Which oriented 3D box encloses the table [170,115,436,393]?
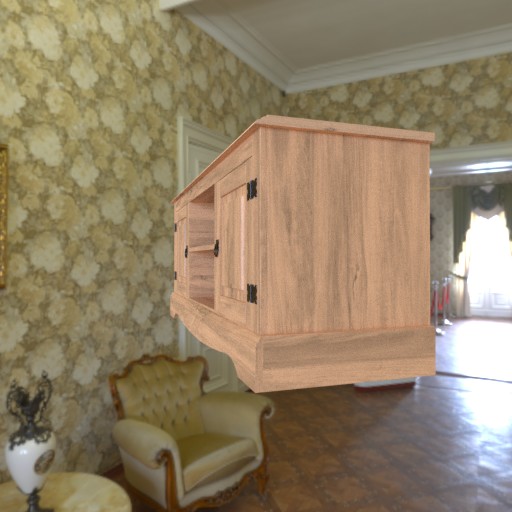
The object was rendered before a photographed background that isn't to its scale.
[{"bbox_3d":[0.000,0.000,1.440,0.400,0.510,1.200,0,-1,-18],"label":"table"}]
